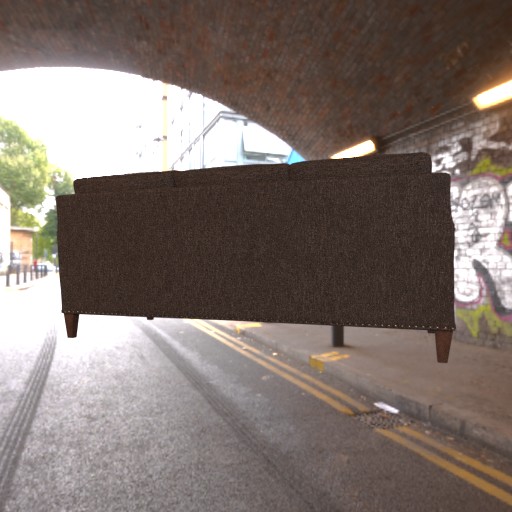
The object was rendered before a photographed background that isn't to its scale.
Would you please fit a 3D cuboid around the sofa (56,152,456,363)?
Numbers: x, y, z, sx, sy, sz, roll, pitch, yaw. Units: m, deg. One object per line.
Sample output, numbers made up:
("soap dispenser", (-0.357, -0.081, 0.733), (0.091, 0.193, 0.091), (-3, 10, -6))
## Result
("sofa", (0.000, 0.000, 2.781), (2.246, 1.003, 1.084), (0, -1, 18))
